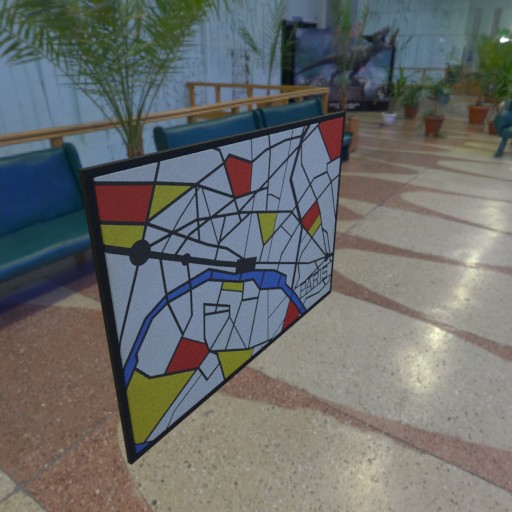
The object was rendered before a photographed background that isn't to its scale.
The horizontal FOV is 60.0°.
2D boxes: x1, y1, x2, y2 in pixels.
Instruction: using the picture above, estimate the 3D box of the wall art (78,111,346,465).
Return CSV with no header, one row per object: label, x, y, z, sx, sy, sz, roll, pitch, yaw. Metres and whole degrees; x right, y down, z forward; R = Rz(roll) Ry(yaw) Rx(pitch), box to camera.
wall art,0.000,0.000,1.207,0.013,0.665,0.963,17,30,32
